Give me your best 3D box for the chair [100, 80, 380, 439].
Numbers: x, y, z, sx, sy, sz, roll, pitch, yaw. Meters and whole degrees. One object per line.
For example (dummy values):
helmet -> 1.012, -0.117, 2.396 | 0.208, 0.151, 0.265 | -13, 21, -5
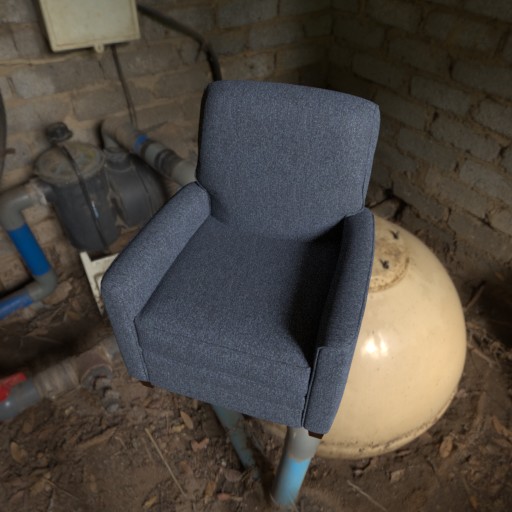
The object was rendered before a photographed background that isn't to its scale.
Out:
chair -> 0.000, 0.000, 1.651 | 0.839, 1.016, 0.850 | 12, 43, 13
